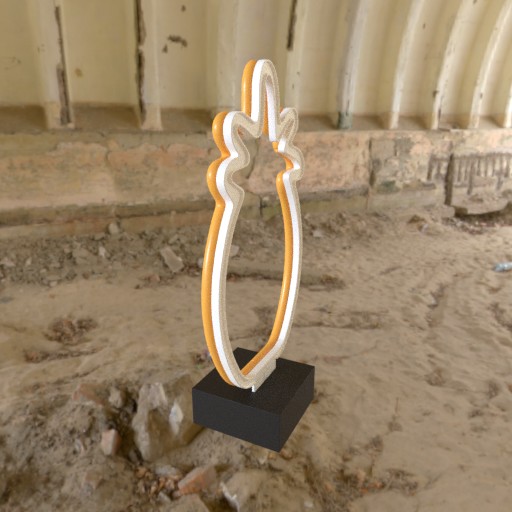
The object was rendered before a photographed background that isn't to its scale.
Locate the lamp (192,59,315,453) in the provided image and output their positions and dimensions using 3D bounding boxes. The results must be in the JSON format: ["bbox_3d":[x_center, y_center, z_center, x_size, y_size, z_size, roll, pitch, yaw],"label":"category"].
[{"bbox_3d":[0.000,0.000,0.390,0.088,0.317,0.167,8,19,25],"label":"lamp"}]
